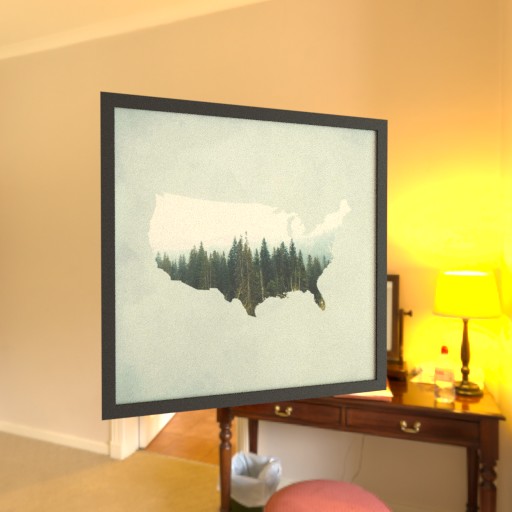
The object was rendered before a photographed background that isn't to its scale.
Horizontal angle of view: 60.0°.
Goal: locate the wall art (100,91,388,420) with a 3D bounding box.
[{"bbox_3d":[0.000,0.000,1.156,0.763,0.763,0.038,0,1,-17],"label":"wall art"}]
